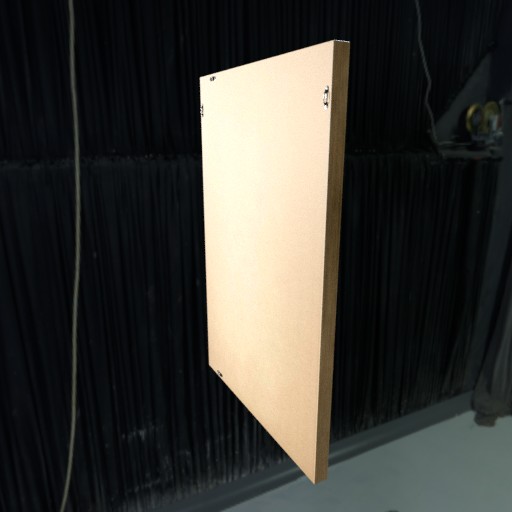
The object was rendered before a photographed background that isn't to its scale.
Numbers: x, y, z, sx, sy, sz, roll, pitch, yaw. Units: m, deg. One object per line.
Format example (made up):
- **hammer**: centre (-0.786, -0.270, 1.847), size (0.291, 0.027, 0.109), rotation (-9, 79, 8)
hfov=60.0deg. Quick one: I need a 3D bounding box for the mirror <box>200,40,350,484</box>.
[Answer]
- **mirror**: centre (0.000, 0.000, 1.139), size (0.041, 0.915, 0.609), rotation (-8, 18, -27)
